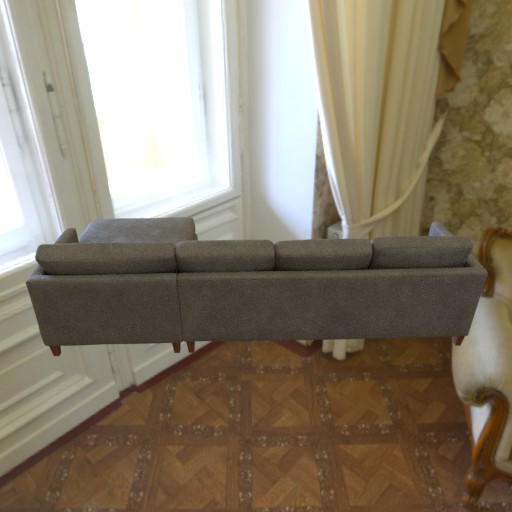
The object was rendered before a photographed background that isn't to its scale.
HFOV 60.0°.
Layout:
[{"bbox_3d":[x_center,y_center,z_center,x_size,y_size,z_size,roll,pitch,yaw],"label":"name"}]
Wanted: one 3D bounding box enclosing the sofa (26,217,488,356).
[{"bbox_3d":[0.000,0.000,4.072,3.471,0.950,1.604,-1,30,-2],"label":"sofa"}]
